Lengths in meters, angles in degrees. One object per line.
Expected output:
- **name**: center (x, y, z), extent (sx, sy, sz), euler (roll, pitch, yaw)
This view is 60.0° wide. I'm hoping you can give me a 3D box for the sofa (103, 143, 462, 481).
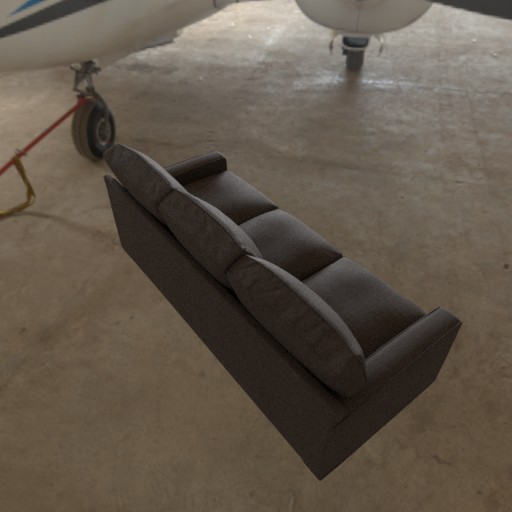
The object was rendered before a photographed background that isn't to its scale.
- **sofa**: center (0.000, 0.000, 2.897), extent (1.004, 0.978, 2.369), euler (-27, 49, -27)
